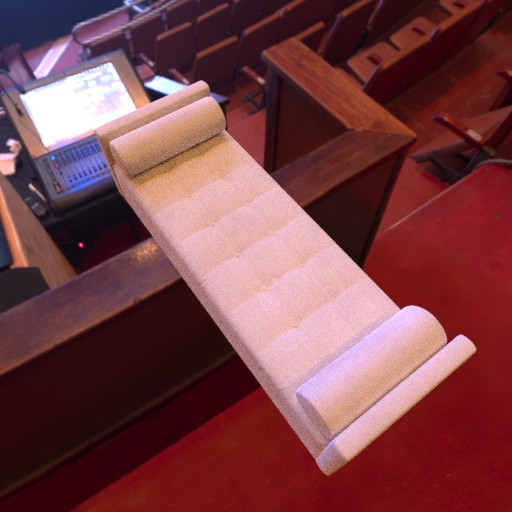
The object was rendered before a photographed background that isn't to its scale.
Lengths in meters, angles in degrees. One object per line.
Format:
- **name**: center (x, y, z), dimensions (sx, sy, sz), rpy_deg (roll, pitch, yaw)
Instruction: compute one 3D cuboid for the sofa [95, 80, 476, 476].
- **sofa**: center (0.000, 0.000, 2.267), dimensions (0.686, 0.635, 1.981), rpy_deg (-32, 64, -18)
